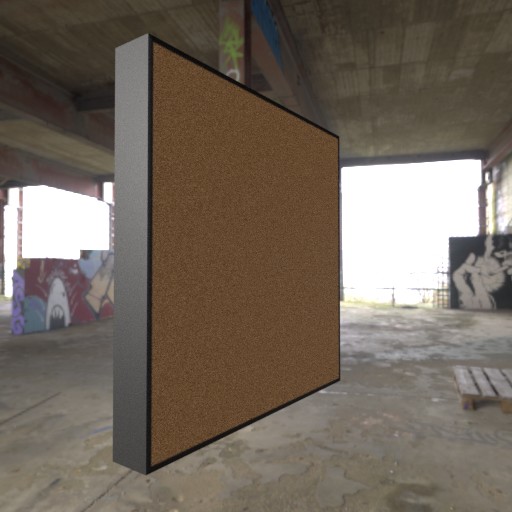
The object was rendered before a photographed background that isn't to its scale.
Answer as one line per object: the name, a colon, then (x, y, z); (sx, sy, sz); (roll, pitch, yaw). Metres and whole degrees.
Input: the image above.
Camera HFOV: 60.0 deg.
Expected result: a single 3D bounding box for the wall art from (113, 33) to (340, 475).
wall art: (0.000, 0.000, 0.437); (0.037, 0.303, 0.304); (-1, -1, 36)
